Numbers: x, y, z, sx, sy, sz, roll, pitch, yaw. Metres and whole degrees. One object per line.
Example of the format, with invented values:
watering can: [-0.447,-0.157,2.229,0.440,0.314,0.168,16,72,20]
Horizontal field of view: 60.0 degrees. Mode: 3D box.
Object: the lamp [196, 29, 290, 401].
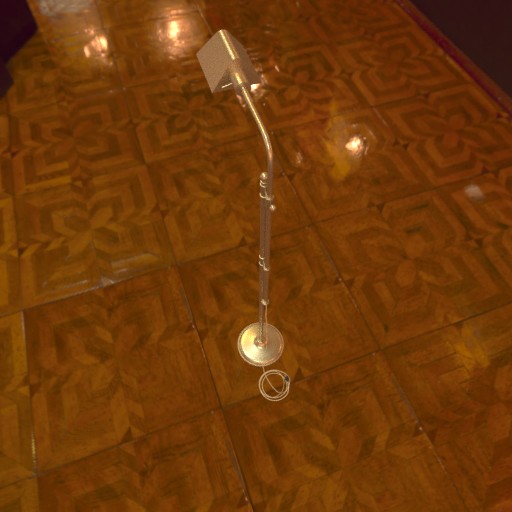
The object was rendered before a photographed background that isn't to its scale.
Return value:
lamp: [0.000,0.000,1.862,0.256,1.571,0.813,-15,58,-9]
